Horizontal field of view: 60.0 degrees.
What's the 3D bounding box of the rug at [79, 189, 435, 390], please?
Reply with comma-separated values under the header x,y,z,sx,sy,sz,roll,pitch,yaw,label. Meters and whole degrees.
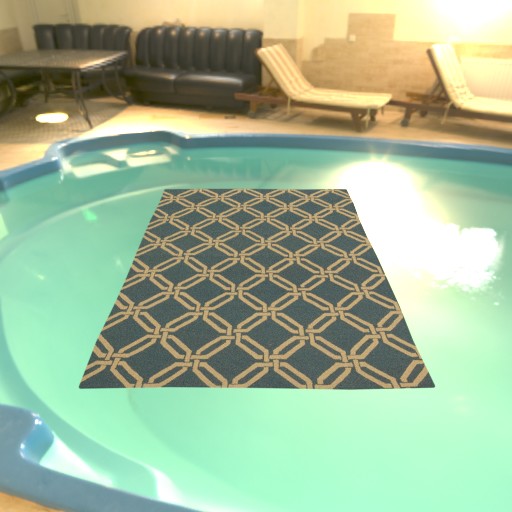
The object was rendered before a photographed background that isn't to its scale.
x,y,z,sx,sy,sz,roll,pitch,yaw,label
0.000,0.000,2.768,1.524,0.013,2.135,0,32,0,rug
